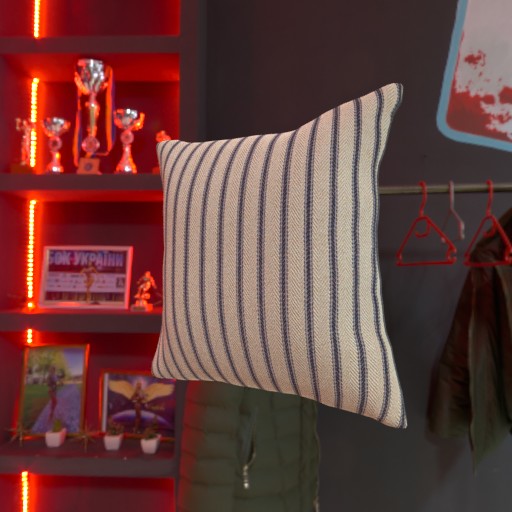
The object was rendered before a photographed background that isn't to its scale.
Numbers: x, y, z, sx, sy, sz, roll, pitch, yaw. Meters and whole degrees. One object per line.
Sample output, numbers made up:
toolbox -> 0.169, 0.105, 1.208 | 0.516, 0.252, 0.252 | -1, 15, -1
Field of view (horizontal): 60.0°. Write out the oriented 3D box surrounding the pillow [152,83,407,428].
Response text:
pillow -> 0.000, 0.000, 0.701 | 0.468, 0.444, 0.138 | -1, -2, 35
